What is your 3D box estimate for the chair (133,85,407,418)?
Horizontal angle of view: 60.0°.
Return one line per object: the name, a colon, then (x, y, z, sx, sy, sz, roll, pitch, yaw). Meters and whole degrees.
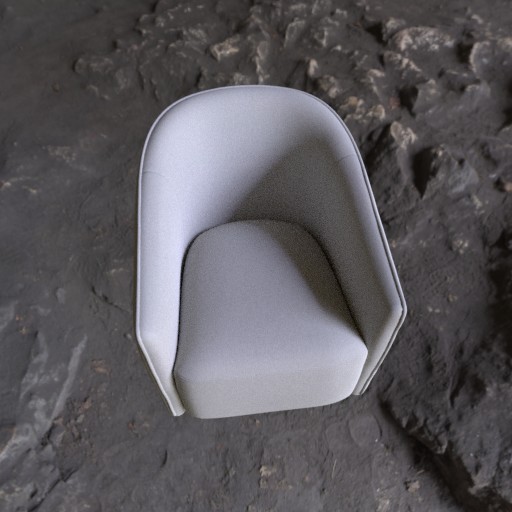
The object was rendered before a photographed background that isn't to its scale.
chair: (0.000, 0.000, 1.516, 0.747, 0.799, 0.875, -5, 48, -5)
